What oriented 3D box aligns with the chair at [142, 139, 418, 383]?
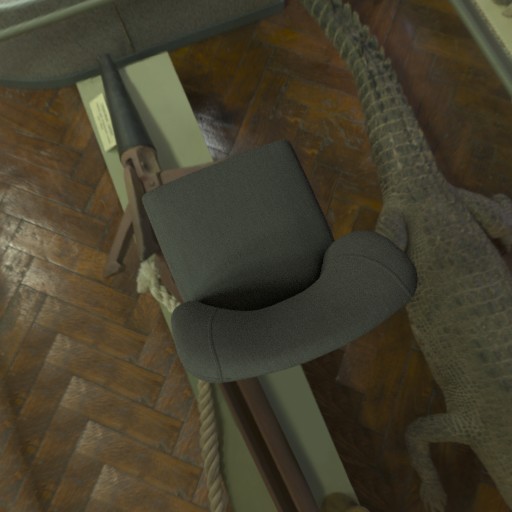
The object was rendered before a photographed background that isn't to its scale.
[{"bbox_3d":[0.000,0.000,1.240,0.506,0.879,0.619,-23,76,-6],"label":"chair"}]
